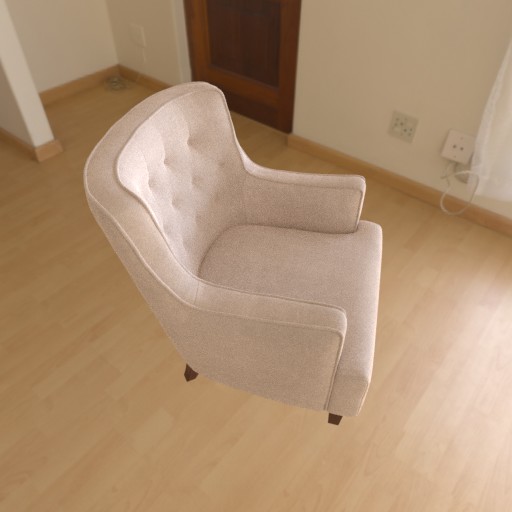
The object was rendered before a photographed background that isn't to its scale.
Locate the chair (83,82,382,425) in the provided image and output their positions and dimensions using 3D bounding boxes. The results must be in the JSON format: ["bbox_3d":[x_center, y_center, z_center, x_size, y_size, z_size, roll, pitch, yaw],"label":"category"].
[{"bbox_3d":[0.000,0.000,1.590,0.910,0.920,0.781,10,46,10],"label":"chair"}]
